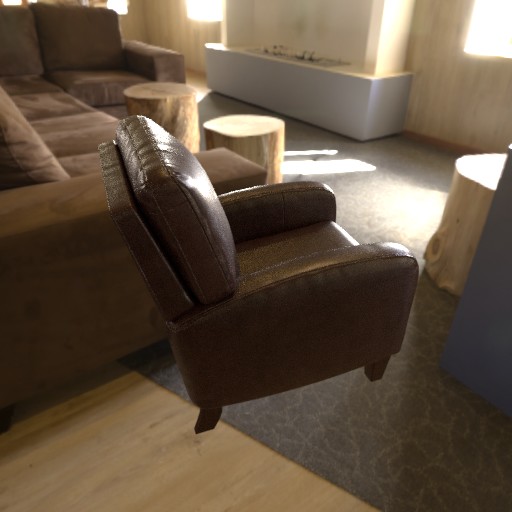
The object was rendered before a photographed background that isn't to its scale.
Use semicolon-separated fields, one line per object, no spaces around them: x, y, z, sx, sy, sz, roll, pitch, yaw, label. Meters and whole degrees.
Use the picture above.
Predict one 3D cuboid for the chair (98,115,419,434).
0.000;0.000;1.697;0.990;0.990;0.762;-11;33;-17;chair
